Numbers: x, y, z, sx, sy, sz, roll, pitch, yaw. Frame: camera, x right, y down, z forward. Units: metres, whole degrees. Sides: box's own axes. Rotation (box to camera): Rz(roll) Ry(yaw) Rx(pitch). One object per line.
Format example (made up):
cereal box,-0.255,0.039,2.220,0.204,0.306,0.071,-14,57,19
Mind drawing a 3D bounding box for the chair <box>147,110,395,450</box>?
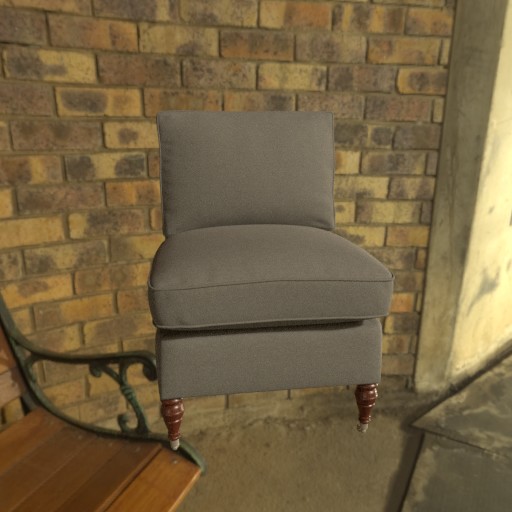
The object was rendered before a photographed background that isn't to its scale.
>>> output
chair,0.000,0.000,1.643,0.724,1.045,0.924,-2,16,-7
